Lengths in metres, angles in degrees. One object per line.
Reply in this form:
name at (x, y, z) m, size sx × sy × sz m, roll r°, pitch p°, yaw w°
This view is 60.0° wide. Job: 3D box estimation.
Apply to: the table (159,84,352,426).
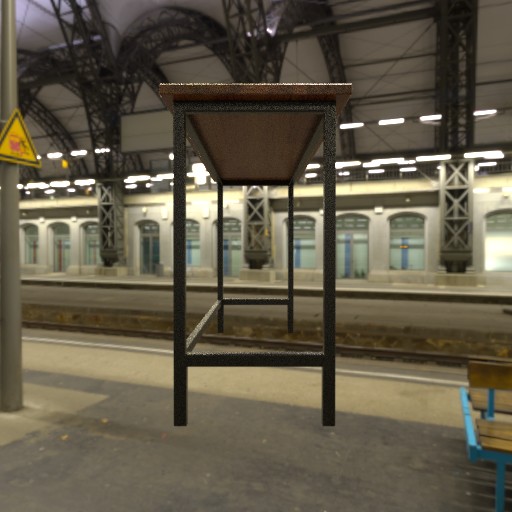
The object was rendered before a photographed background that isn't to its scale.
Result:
table at (0.000, 0.000, 1.538) m, size 0.408 × 0.740 × 1.204 m, roll 0°, pitch 1°, yaw 0°
